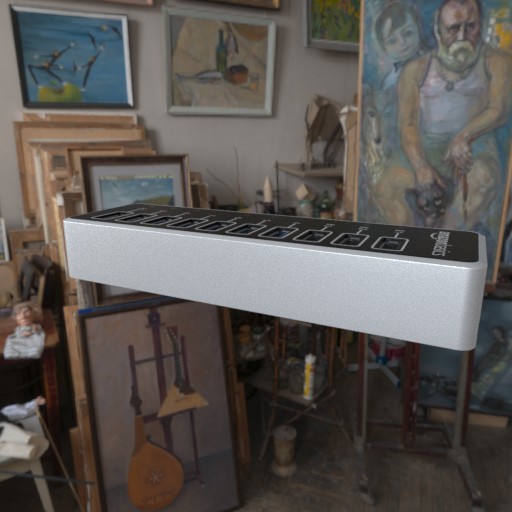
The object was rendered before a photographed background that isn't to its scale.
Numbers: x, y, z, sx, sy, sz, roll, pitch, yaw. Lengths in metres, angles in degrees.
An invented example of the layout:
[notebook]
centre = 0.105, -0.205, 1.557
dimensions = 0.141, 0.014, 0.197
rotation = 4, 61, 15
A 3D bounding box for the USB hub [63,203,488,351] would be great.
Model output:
[USB hub]
centre = 0.000, 0.000, 0.159
dimensions = 0.145, 0.023, 0.044
rotation = 7, 17, 25
